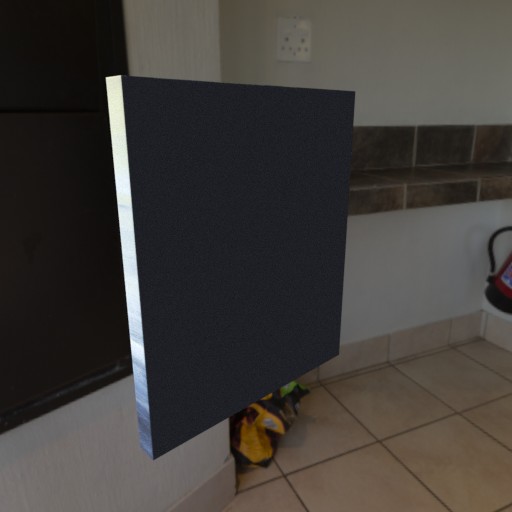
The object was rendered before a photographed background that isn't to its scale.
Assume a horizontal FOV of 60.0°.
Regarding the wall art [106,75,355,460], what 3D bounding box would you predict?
[{"bbox_3d":[0.000,0.000,0.711,0.435,0.511,0.037,-15,23,-41],"label":"wall art"}]
